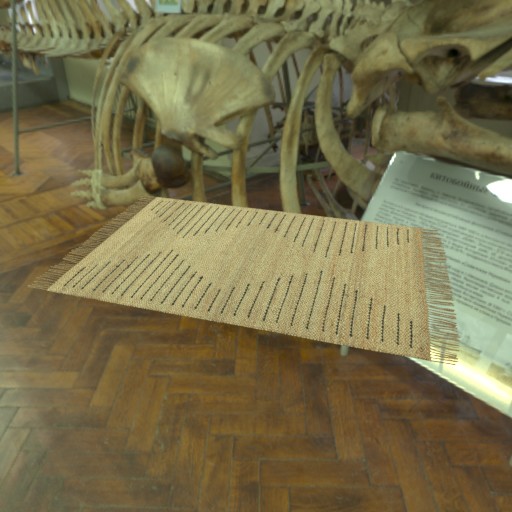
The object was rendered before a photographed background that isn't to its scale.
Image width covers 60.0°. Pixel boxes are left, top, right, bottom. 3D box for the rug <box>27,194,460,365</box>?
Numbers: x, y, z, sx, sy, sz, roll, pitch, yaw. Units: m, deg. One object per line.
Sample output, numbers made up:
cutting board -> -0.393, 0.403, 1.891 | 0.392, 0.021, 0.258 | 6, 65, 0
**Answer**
rug -> 0.000, 0.000, 2.507 | 2.085, 0.027, 1.224 | 8, 32, 14
